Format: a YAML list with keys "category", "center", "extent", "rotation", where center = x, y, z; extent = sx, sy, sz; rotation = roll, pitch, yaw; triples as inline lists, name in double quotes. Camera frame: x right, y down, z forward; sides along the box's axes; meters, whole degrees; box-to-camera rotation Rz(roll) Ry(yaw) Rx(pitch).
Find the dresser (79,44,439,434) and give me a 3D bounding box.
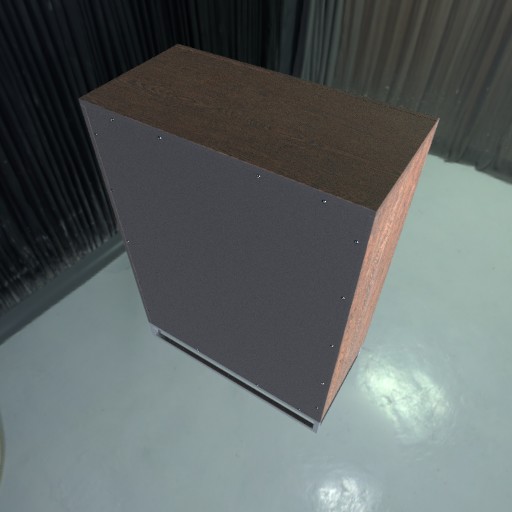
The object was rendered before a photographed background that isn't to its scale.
- category: "dresser"
  center: [0.000, 0.000, 1.807]
  extent: [0.965, 1.321, 0.508]
  rotation: [25, 52, 21]
